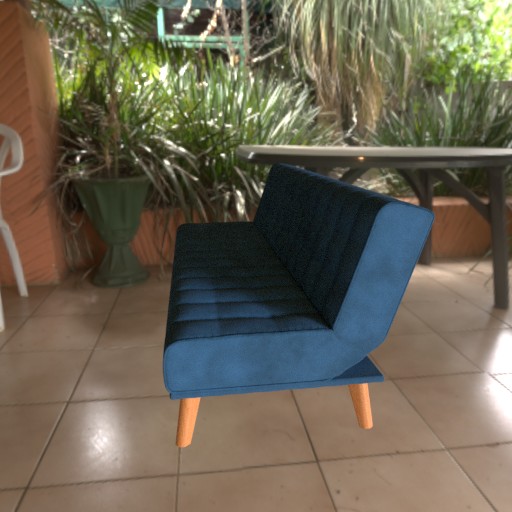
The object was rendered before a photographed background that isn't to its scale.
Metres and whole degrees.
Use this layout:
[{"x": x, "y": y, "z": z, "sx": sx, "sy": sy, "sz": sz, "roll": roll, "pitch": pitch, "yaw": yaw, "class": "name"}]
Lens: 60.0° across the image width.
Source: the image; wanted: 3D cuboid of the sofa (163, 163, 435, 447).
[{"x": 0.000, "y": 0.000, "z": 2.264, "sx": 0.855, "sy": 0.813, "sz": 1.804, "roll": -2, "pitch": 16, "yaw": -8, "class": "sofa"}]
